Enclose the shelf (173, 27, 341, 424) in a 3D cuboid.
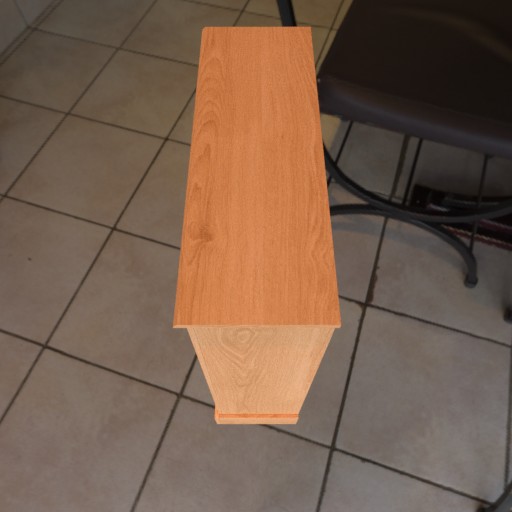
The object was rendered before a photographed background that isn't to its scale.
[{"bbox_3d":[0.000,0.000,1.391,0.291,0.980,0.840,0,60,0],"label":"shelf"}]
